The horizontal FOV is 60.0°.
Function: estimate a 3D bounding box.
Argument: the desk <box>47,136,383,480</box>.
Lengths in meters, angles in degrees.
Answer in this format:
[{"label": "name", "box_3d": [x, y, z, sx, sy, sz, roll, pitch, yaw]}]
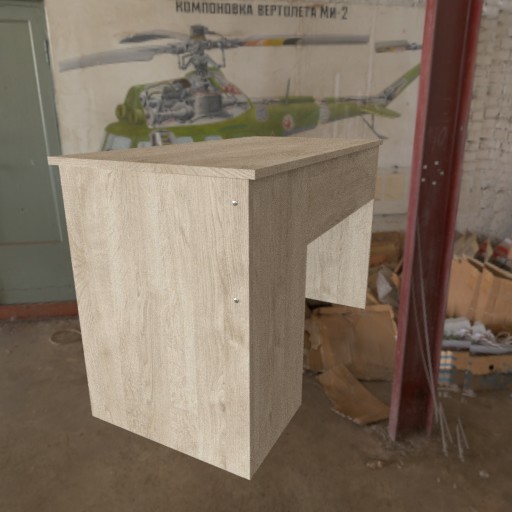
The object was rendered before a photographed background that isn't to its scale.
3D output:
[{"label": "desk", "box_3d": [0.000, 0.000, 1.512, 0.560, 0.730, 1.096, 9, 20, 26]}]
